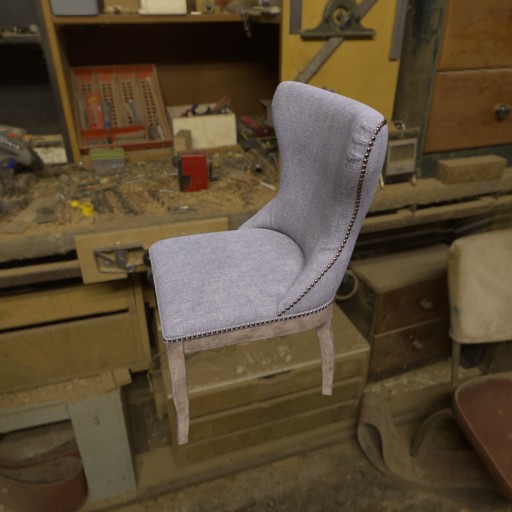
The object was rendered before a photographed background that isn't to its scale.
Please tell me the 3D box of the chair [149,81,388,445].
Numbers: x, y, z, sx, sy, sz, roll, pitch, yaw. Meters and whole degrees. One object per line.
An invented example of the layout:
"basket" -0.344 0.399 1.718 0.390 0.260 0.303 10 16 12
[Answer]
"chair" 0.000 0.000 1.477 0.681 1.002 0.654 -8 31 -14
